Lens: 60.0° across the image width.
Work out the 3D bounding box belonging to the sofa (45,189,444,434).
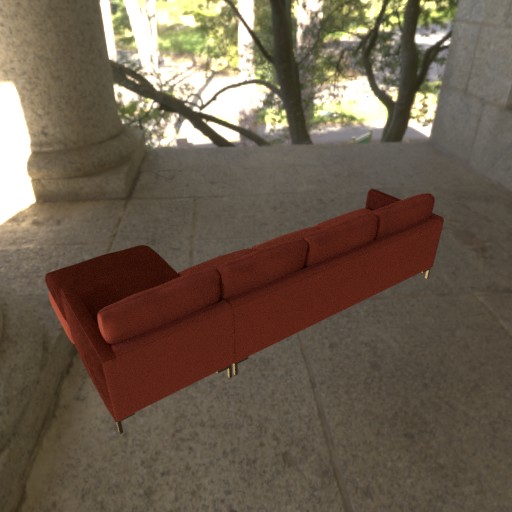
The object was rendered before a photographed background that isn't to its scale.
[{"bbox_3d":[0.000,0.000,3.527,2.932,0.810,1.350,-20,36,-29],"label":"sofa"}]
